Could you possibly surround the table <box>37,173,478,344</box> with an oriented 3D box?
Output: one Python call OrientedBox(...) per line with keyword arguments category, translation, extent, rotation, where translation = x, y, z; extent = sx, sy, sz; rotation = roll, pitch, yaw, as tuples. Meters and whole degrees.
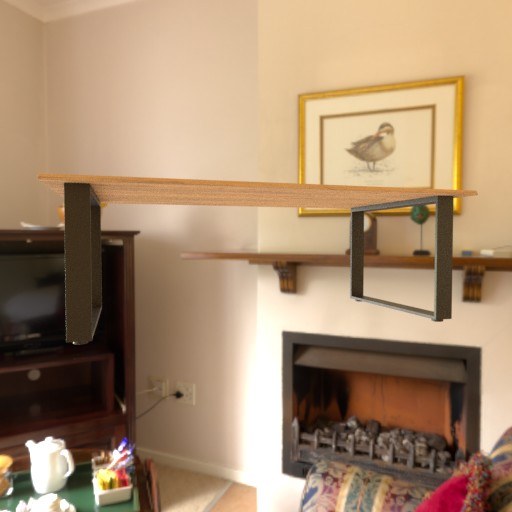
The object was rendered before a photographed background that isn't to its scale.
OrientedBox(category="table", translation=(0.000, 0.000, 1.618), extent=(1.331, 0.445, 0.693), rotation=(-1, 2, -17))
